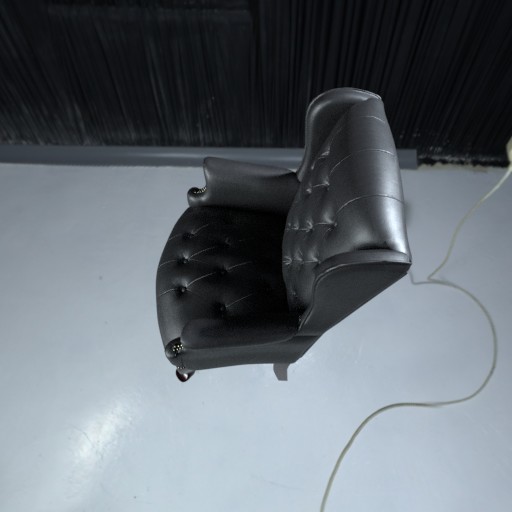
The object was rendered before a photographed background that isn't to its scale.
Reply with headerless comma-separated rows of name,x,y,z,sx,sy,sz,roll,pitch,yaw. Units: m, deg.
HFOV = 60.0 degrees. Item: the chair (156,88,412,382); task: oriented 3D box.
chair,0.000,0.000,1.703,0.822,1.133,0.831,2,58,1
